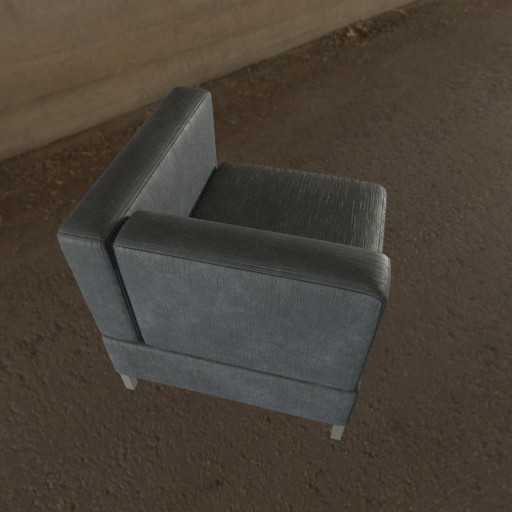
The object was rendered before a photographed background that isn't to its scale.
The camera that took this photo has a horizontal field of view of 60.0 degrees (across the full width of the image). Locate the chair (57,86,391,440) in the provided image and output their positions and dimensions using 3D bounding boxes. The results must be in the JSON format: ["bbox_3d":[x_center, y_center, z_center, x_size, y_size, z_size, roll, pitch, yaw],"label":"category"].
[{"bbox_3d":[0.000,0.000,1.250,0.680,0.660,0.680,10,48,10],"label":"chair"}]
